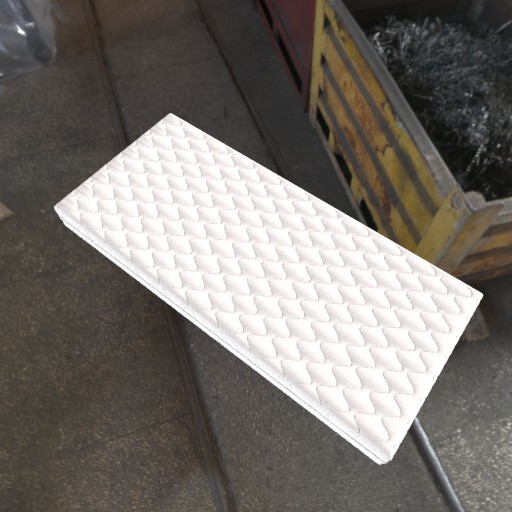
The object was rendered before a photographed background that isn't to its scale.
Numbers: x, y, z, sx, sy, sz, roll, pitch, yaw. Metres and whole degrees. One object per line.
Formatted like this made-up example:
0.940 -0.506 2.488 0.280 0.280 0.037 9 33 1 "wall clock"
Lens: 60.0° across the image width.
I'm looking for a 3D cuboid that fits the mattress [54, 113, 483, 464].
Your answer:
0.000 0.000 2.256 2.000 0.200 0.900 33 65 18 "mattress"
